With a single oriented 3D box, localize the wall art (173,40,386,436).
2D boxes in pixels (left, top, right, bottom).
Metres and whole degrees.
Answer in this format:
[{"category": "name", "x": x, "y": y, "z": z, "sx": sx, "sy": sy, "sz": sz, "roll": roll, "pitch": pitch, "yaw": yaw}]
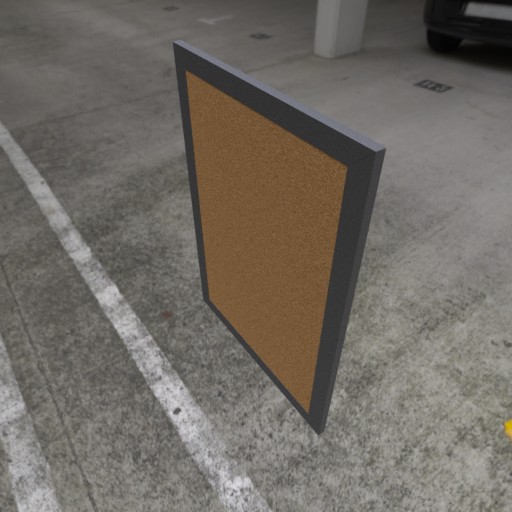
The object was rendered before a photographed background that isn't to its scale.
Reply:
[{"category": "wall art", "x": 0.000, "y": 0.000, "z": 0.685, "sx": 0.013, "sy": 0.534, "sz": 0.380, "roll": -26, "pitch": 48, "yaw": -26}]
